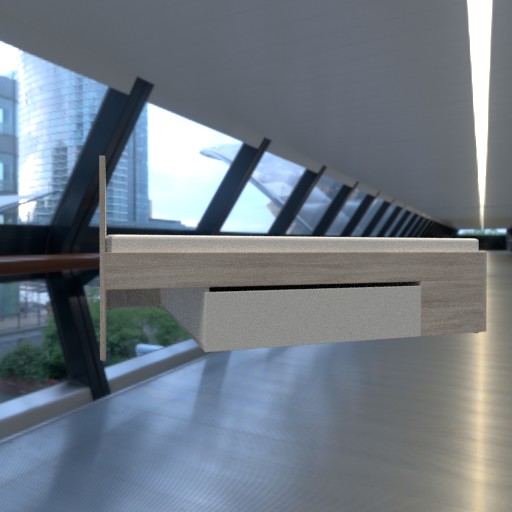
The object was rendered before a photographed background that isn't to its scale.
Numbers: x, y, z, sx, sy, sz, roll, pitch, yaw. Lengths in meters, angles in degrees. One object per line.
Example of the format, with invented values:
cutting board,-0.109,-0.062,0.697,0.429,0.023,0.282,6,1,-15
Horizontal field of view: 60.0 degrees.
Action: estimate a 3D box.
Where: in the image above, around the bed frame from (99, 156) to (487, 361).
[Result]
bed frame,0.000,0.000,3.130,2.050,0.860,2.040,0,1,-19
